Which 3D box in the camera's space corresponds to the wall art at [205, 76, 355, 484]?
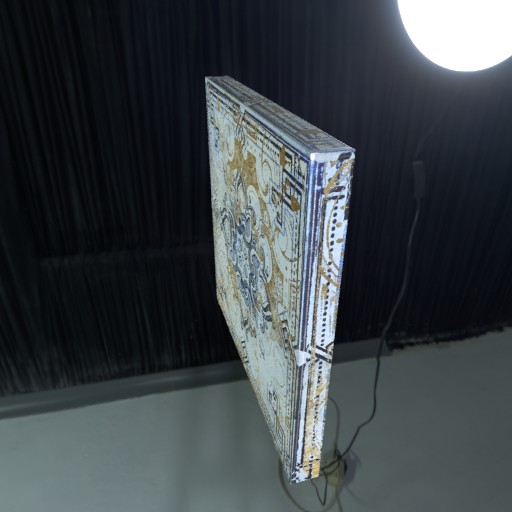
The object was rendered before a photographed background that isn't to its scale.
[{"bbox_3d":[0.000,0.000,0.612,0.038,0.410,0.411,-9,31,-15],"label":"wall art"}]
